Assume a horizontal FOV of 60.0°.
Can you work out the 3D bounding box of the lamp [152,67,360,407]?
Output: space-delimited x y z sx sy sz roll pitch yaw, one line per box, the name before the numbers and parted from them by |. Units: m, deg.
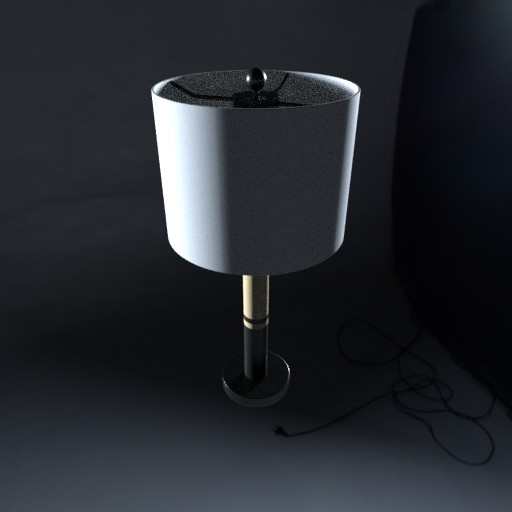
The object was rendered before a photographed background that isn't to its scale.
lamp | 0.000 0.000 0.811 0.305 0.640 0.305 -10 32 -16
